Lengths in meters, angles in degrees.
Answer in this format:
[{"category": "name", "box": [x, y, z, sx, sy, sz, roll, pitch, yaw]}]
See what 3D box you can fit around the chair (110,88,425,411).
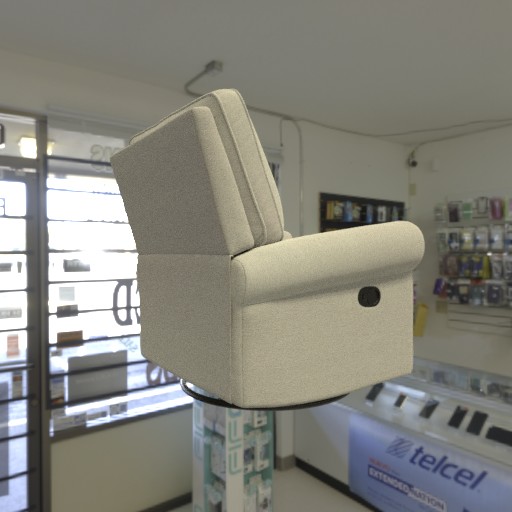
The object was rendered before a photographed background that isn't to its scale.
[{"category": "chair", "box": [0.000, 0.000, 1.659, 0.878, 0.960, 0.890, 0, 0, -35]}]
